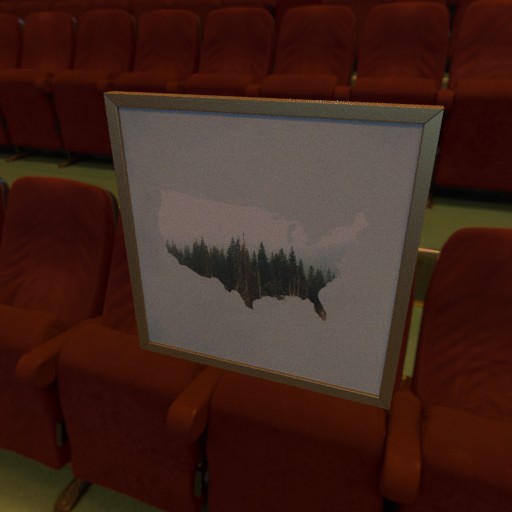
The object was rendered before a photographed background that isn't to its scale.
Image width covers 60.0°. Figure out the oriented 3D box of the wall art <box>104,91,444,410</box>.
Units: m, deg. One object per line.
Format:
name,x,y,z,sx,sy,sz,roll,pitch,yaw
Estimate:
wall art,0.000,0.000,1.132,0.762,0.762,0.038,9,28,18
